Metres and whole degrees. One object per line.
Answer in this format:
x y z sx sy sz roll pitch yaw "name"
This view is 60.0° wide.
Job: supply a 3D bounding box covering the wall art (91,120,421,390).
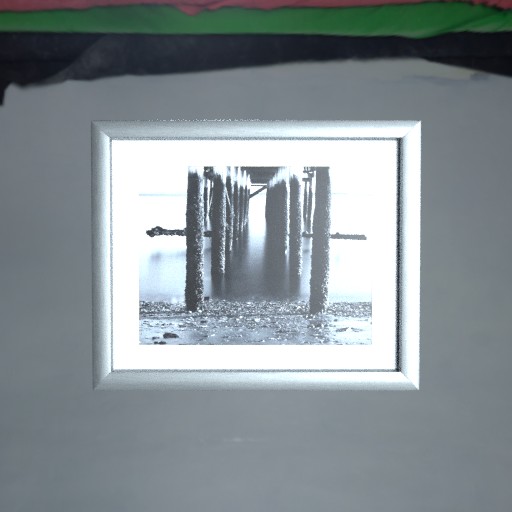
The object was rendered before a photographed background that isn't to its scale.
0.000 0.000 0.761 0.556 0.457 0.028 0 1 0 "wall art"
